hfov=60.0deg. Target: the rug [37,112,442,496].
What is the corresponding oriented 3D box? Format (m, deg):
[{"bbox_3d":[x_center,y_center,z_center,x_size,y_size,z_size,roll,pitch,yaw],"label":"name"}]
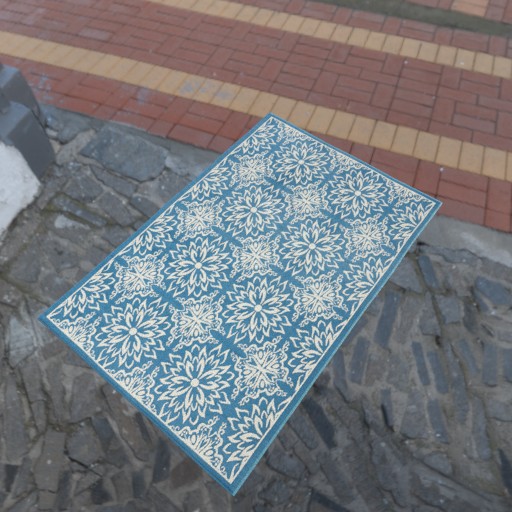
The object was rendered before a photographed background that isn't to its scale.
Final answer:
[{"bbox_3d":[0.000,0.000,3.459,1.830,0.018,2.769,34,64,19],"label":"rug"}]
